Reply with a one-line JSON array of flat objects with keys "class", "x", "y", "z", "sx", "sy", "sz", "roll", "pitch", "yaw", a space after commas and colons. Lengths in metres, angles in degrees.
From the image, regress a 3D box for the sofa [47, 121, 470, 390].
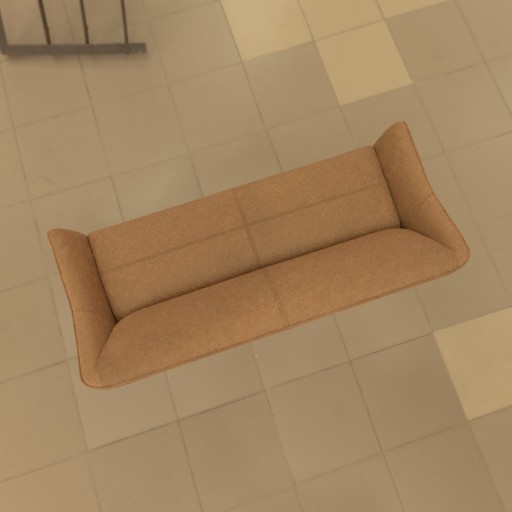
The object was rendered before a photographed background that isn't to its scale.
[{"class": "sofa", "x": 0.000, "y": 0.000, "z": 2.363, "sx": 1.928, "sy": 0.830, "sz": 0.869, "roll": -18, "pitch": 78, "yaw": -4}]
